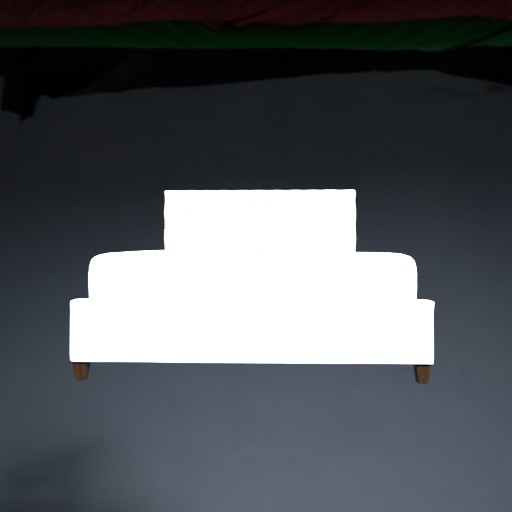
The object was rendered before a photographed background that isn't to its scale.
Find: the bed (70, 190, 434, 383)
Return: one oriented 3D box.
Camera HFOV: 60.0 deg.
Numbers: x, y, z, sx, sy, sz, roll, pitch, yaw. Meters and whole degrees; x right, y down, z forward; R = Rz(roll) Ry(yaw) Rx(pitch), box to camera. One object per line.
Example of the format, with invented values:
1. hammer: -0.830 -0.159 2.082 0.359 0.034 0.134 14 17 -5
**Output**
1. bed: 0.000 0.000 3.656 2.078 1.427 2.387 0 0 2
